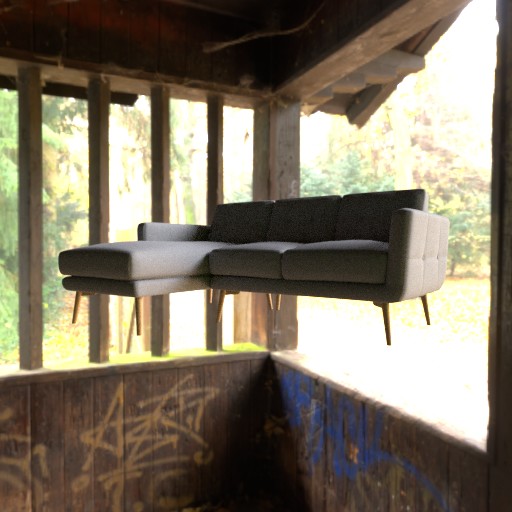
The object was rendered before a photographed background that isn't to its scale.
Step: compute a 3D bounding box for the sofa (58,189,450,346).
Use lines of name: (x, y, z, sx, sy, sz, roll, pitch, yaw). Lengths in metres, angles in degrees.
sofa: (0.000, 0.000, 2.814, 2.040, 0.860, 1.530, 1, 2, 37)
